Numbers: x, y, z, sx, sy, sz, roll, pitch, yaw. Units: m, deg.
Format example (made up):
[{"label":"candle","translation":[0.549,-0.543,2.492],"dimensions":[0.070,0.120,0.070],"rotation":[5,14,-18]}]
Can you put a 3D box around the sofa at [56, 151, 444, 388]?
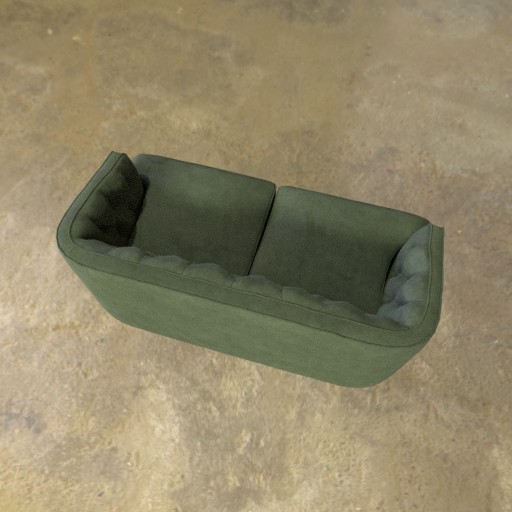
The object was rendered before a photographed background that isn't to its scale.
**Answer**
[{"label":"sofa","translation":[0.000,0.000,2.318],"dimensions":[1.733,0.855,0.941],"rotation":[14,63,8]}]
